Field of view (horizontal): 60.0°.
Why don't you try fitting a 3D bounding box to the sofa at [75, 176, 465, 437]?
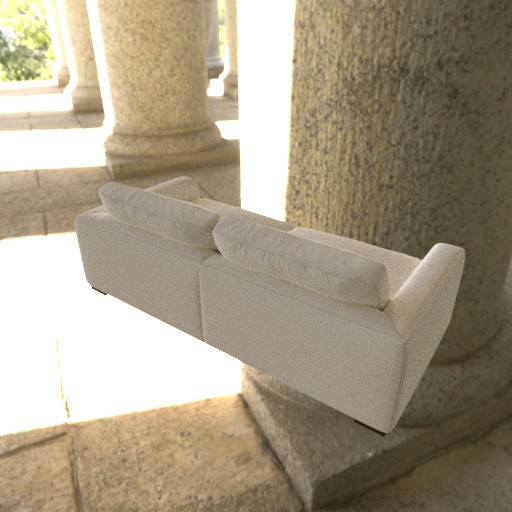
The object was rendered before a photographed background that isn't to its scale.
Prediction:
[{"bbox_3d":[0.000,0.000,2.801,2.262,0.801,1.070,19,34,31],"label":"sofa"}]
